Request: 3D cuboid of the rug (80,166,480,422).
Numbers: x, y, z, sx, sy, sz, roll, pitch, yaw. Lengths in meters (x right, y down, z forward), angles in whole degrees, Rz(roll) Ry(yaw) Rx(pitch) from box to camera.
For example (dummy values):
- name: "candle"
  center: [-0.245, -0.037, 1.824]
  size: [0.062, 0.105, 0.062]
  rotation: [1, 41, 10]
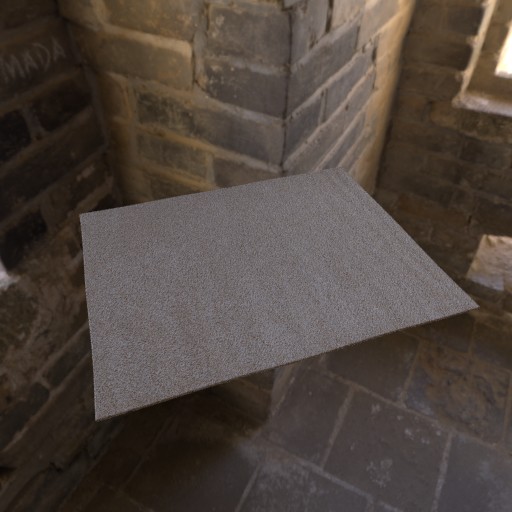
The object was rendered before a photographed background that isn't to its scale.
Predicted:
- name: "rug"
  center: [0.000, 0.000, 4.071]
  size: [3.000, 0.026, 2.400]
  rotation: [-13, 42, -14]
